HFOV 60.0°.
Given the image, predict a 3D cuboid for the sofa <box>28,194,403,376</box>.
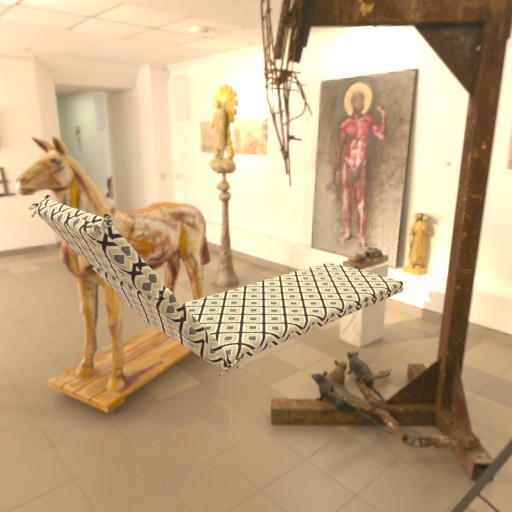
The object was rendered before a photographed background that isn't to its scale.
[{"bbox_3d":[0.000,0.000,1.949,1.663,0.622,0.582,-13,20,-40],"label":"sofa"}]
